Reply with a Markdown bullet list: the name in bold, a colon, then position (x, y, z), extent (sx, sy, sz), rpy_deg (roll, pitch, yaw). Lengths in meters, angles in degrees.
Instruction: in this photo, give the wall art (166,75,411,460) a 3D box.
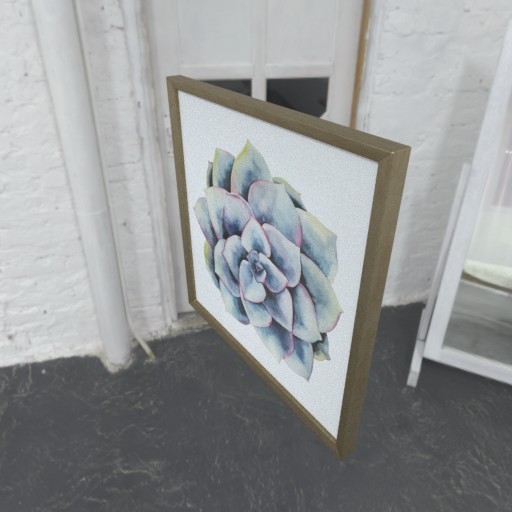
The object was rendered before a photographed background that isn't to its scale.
- **wall art**: position (0.000, 0.000, 0.753), extent (0.030, 0.506, 0.503), rpy_deg (-21, 38, -30)
